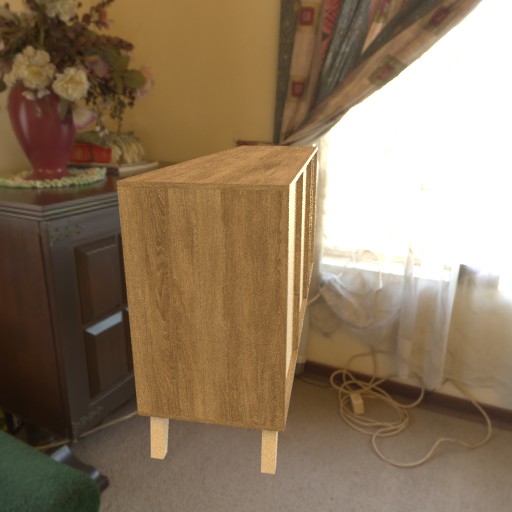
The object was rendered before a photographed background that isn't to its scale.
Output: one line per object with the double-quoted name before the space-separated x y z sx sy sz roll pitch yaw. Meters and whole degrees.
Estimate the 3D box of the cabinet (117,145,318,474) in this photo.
"cabinet" 0.000 0.000 1.990 0.450 0.870 1.600 3 17 10
